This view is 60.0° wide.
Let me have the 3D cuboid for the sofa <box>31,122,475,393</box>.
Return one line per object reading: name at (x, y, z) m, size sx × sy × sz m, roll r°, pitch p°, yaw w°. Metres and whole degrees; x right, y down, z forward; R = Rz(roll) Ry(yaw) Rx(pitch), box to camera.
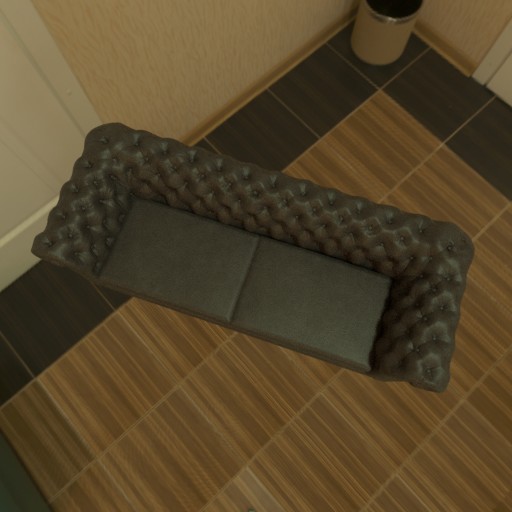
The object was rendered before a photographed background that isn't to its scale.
sofa at (0.000, 0.000, 2.773) m, size 2.385 × 0.783 × 0.944 m, roll 18°, pitch 75°, yaw 5°
